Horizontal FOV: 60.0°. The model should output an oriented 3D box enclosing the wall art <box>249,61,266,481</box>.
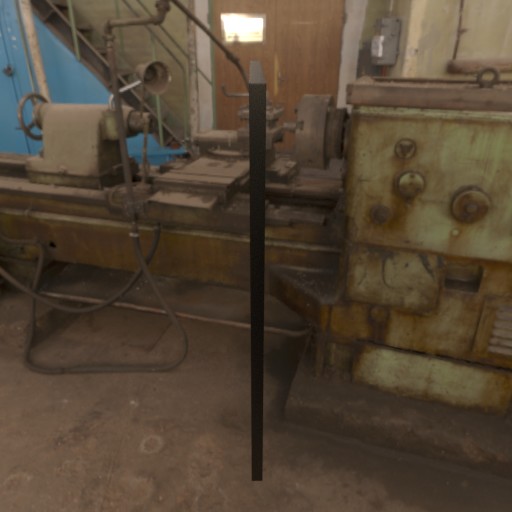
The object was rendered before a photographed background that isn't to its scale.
[{"bbox_3d":[0.000,0.000,0.841,0.019,0.656,0.462,0,27,0],"label":"wall art"}]
